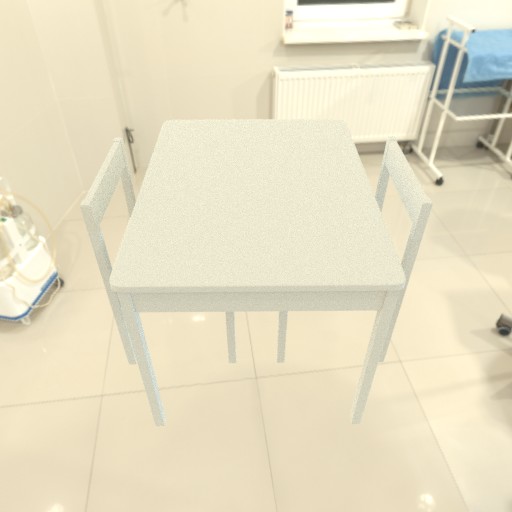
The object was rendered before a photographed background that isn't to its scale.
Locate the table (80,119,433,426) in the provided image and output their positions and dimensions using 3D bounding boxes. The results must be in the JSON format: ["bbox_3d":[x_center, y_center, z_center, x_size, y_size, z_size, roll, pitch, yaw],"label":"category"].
[{"bbox_3d":[0.000,0.000,1.110,0.672,0.503,0.650,0,41,0],"label":"table"}]
